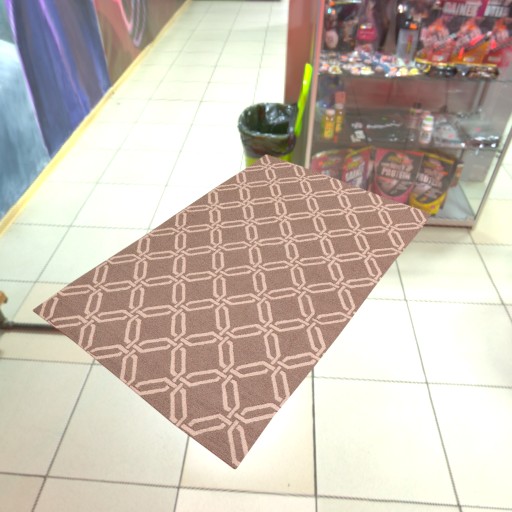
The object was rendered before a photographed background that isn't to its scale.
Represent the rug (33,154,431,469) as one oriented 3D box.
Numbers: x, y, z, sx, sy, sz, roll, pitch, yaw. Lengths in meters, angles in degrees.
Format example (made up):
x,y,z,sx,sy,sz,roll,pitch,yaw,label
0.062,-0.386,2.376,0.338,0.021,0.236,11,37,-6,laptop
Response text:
x,y,z,sx,sy,sz,roll,pitch,yaw,label
0.000,0.000,2.190,1.142,0.010,1.748,26,48,27,rug
